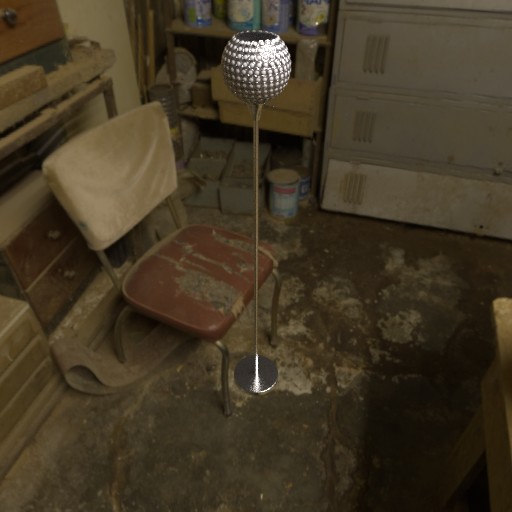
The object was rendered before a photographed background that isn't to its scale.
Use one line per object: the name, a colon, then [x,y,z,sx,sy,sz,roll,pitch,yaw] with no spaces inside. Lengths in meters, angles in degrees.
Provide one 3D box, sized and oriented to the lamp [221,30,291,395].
lamp: [0.000,0.000,1.968,0.254,1.805,0.254,0,40,0]
